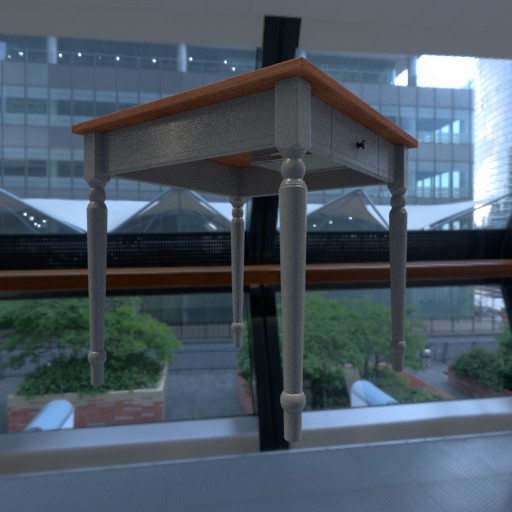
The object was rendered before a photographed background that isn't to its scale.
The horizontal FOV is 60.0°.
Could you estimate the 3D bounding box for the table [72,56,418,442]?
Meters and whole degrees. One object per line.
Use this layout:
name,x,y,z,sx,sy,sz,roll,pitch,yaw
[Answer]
table,0.000,0.000,1.337,0.747,0.738,0.747,0,0,36
